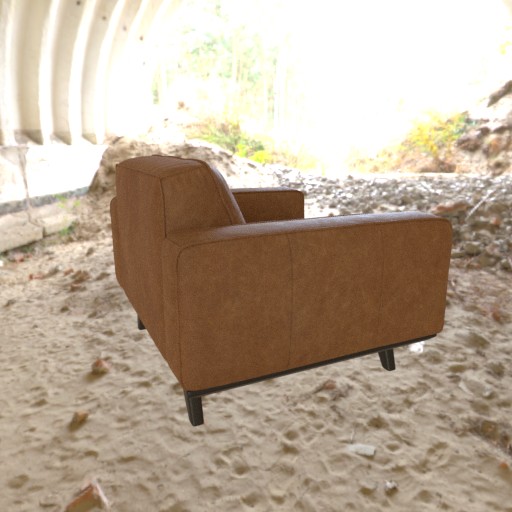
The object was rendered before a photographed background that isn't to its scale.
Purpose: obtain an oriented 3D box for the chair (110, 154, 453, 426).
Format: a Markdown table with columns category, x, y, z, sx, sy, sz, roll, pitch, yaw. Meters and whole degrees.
| category | x | y | z | sx | sy | sz | roll | pitch | yaw |
| --- | --- | --- | --- | --- | --- | --- | --- | --- | --- |
| chair | 0.000 | 0.000 | 1.758 | 0.952 | 0.782 | 1.118 | -7 | 16 | -25 |
